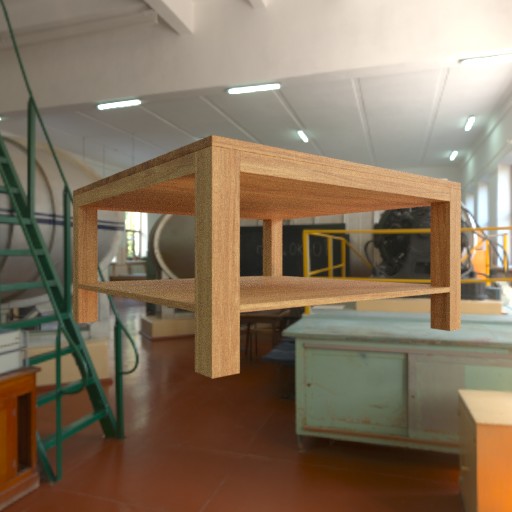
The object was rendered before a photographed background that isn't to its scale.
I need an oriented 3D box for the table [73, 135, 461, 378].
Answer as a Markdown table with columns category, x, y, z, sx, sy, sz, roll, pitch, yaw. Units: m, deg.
| category | x | y | z | sx | sy | sz | roll | pitch | yaw |
| --- | --- | --- | --- | --- | --- | --- | --- | --- | --- |
| table | 0.000 | 0.000 | 1.448 | 0.900 | 0.450 | 0.900 | 0 | 0 | -38 |
